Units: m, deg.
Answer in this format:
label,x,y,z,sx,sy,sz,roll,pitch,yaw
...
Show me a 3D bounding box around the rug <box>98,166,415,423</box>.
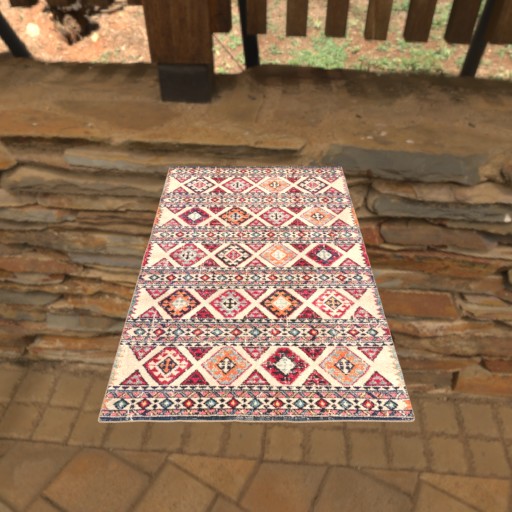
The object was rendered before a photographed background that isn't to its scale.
label,x,y,z,sx,sy,sz,roll,pitch,yaw
rug,0.000,0.000,3.054,1.545,0.010,2.440,0,41,0
